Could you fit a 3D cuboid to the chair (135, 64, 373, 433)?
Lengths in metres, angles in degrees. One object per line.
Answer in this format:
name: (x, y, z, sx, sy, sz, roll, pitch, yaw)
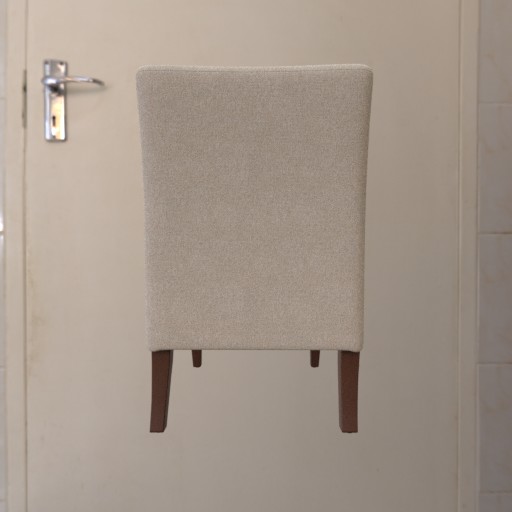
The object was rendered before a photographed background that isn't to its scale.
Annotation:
chair: (0.000, 0.000, 1.309, 0.521, 0.833, 0.754, 0, 1, 1)
